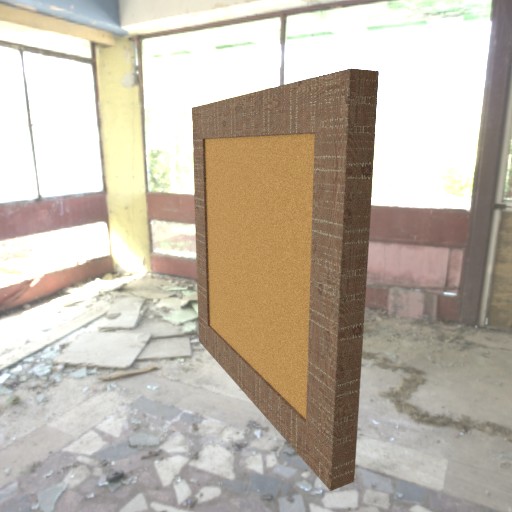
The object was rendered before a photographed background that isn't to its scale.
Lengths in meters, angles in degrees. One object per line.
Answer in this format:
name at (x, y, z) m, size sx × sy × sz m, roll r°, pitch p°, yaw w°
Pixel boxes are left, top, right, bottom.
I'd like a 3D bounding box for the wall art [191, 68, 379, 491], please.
wall art at (0.000, 0.000, 0.772) m, size 0.040 × 0.531 × 0.531 m, roll -7°, pitch 15°, yaw -26°
